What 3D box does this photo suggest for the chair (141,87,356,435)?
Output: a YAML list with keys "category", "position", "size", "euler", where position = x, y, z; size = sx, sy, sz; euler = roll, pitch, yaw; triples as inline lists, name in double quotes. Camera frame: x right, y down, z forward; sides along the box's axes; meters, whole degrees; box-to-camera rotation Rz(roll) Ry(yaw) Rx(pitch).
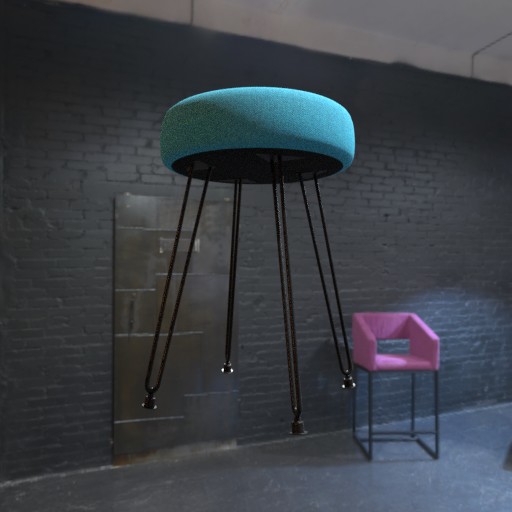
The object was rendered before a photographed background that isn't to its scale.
- category: "chair"
  position: [0.000, 0.000, 0.696]
  size: [0.350, 0.440, 0.350]
  euler: [0, -1, -19]
